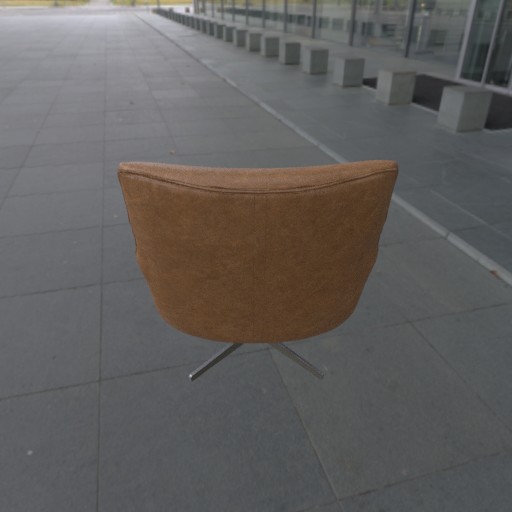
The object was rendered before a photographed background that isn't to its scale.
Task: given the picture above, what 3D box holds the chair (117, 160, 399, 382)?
[{"bbox_3d":[0.000,0.000,1.479,0.729,0.869,0.874,-1,31,-1],"label":"chair"}]
